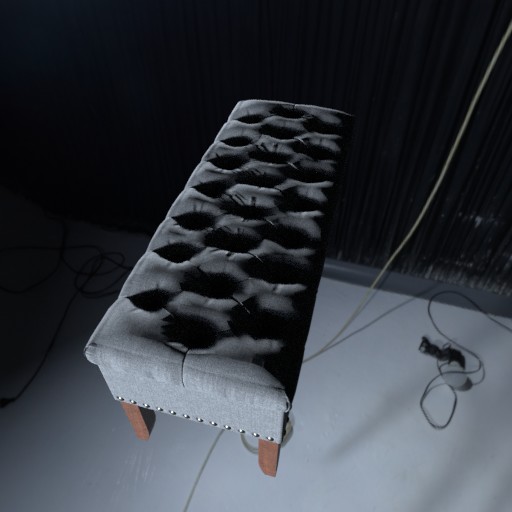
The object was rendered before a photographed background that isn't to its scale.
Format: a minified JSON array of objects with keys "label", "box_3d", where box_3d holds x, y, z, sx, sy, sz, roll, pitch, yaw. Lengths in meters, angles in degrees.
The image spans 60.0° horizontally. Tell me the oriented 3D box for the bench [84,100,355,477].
[{"label":"bench","box_3d":[0.000,0.000,1.306,0.417,0.470,1.052,11,47,10]}]
